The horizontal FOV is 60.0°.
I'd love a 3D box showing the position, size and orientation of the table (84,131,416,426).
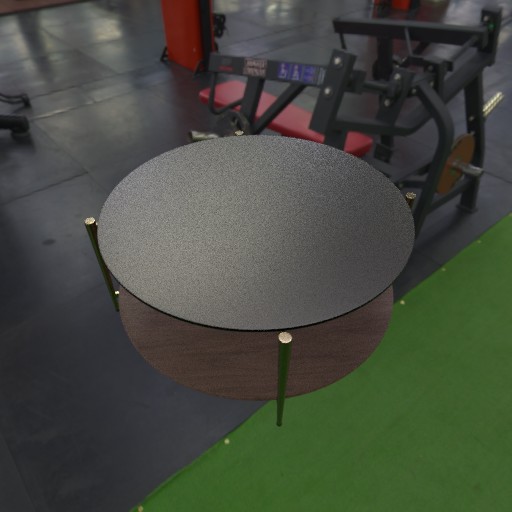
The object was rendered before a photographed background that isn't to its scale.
[{"bbox_3d":[0.000,0.000,1.487,0.938,0.400,0.938,-27,49,-27],"label":"table"}]
